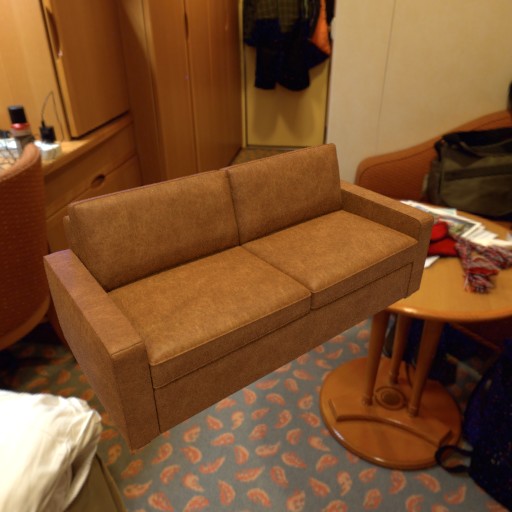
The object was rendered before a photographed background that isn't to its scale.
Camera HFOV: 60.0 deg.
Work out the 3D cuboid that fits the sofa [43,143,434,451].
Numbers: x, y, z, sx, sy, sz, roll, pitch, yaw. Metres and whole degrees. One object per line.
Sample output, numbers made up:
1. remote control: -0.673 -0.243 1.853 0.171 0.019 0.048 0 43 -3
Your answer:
1. sofa: 0.000 0.000 2.617 2.156 0.928 0.991 -21 36 -32
